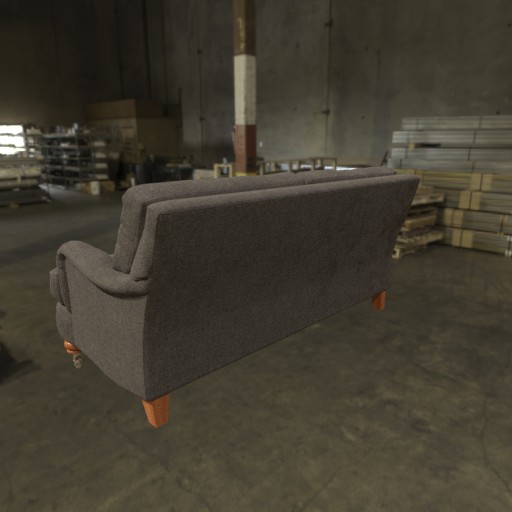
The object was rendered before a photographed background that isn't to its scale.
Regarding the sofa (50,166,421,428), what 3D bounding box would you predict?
[{"bbox_3d":[0.000,0.000,2.735,1.087,1.054,2.160,14,20,42],"label":"sofa"}]
